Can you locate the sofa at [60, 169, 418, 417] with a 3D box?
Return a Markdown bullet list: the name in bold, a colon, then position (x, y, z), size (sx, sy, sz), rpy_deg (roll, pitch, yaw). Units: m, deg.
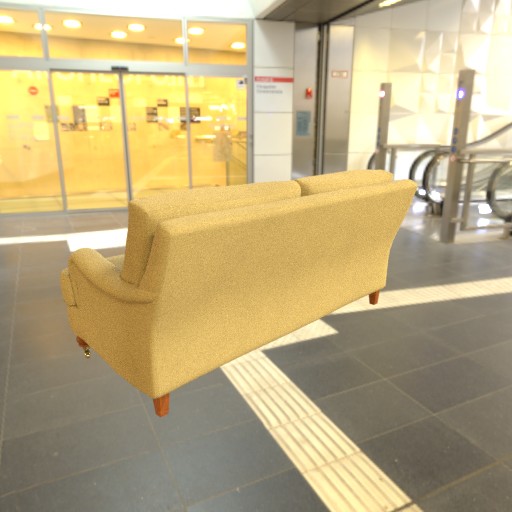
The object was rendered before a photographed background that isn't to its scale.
- **sofa**: position (0.000, 0.000, 2.743), size (1.091, 0.997, 2.070), rpy_deg (15, 22, 42)
